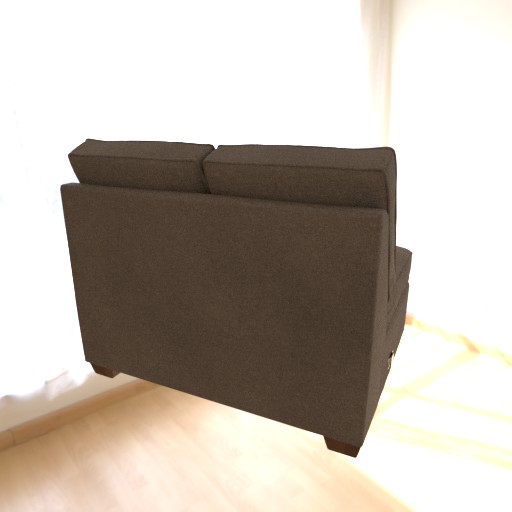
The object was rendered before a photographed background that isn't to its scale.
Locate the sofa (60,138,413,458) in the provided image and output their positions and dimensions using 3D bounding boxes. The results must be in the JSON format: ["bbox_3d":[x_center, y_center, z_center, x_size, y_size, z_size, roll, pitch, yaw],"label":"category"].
[{"bbox_3d":[0.000,0.000,1.947,1.237,1.008,0.951,8,19,25],"label":"sofa"}]
